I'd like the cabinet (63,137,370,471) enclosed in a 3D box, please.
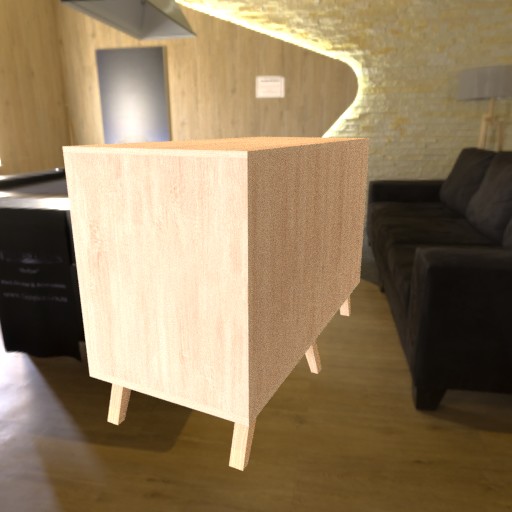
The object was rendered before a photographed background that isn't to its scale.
[{"bbox_3d":[0.000,0.000,1.553,0.500,0.780,1.110,8,18,25],"label":"cabinet"}]
